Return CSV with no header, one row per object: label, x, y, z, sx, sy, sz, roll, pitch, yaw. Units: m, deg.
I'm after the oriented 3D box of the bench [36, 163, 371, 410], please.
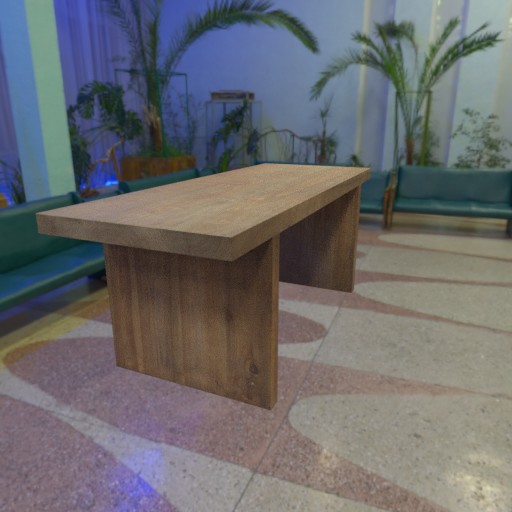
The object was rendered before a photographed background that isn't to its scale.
bench,0.000,0.000,1.406,0.458,0.458,1.183,8,19,24
